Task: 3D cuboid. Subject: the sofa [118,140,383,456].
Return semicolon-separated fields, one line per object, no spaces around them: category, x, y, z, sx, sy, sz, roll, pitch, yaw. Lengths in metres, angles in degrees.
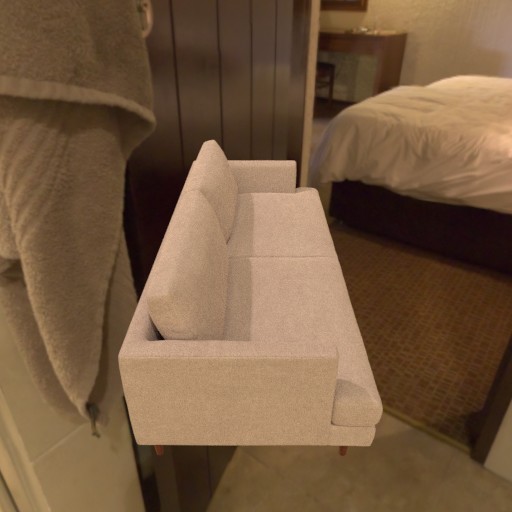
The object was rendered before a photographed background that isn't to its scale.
sofa;0.000;0.000;2.691;1.020;0.868;2.250;0;31;0
